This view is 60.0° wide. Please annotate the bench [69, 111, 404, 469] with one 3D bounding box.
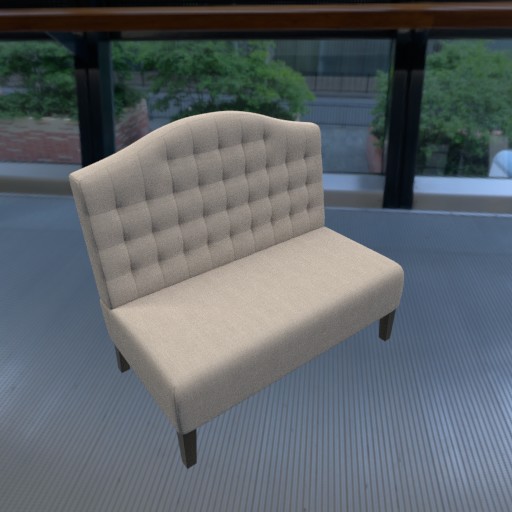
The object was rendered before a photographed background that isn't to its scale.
[{"bbox_3d":[0.000,0.000,2.096,1.335,1.180,0.815,-22,37,-31],"label":"bench"}]
